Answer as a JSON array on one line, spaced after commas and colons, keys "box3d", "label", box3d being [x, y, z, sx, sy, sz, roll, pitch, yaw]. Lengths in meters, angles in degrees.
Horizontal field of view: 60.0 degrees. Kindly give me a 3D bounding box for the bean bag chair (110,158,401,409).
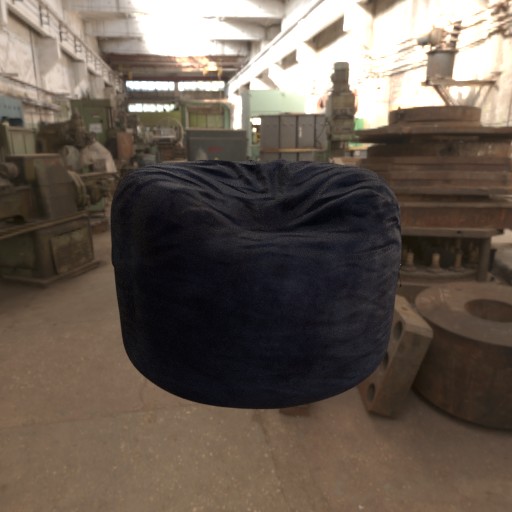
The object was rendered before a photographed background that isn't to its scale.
[{"box3d": [0.000, 0.000, 1.486, 0.918, 0.616, 0.918, 0, 16, 0], "label": "bean bag chair"}]
